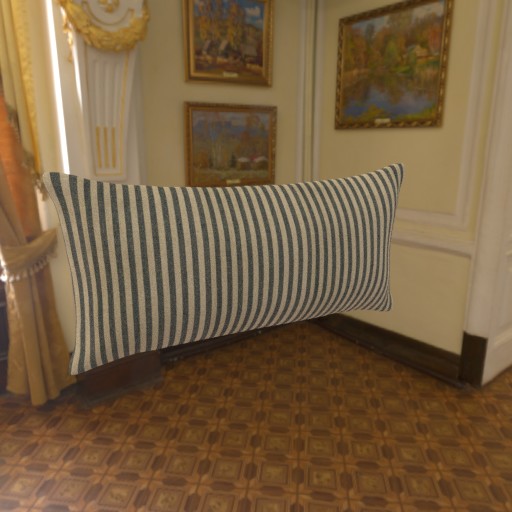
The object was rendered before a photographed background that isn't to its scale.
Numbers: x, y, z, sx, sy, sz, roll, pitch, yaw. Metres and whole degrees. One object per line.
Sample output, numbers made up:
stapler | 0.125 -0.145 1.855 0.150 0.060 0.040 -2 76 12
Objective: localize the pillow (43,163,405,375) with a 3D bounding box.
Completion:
pillow | 0.000 0.000 0.743 0.617 0.295 0.151 -7 16 -25
